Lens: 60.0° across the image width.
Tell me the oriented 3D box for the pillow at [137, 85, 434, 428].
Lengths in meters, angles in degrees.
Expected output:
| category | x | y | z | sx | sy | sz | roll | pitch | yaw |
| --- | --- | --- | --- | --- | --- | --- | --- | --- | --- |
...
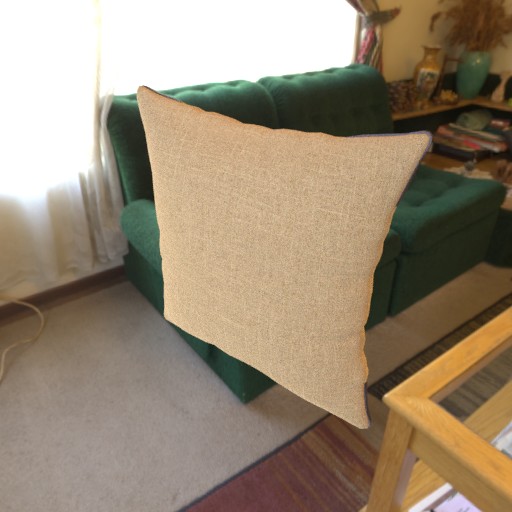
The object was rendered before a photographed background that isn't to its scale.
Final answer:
| category | x | y | z | sx | sy | sz | roll | pitch | yaw |
| --- | --- | --- | --- | --- | --- | --- | --- | --- | --- |
| pillow | 0.000 | 0.000 | 0.658 | 0.440 | 0.441 | 0.147 | 21 | 36 | 31 |
